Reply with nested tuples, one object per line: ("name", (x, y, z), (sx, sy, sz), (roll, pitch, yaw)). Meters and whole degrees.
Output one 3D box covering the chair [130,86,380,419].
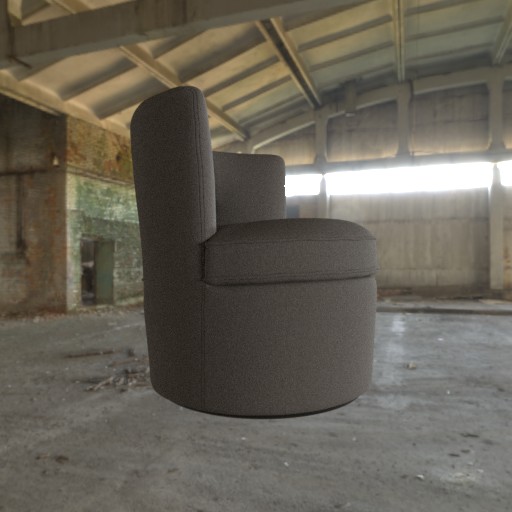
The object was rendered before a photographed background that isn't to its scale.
("chair", (0.000, 0.000, 1.229), (0.660, 0.719, 0.689), (0, -1, 19))
